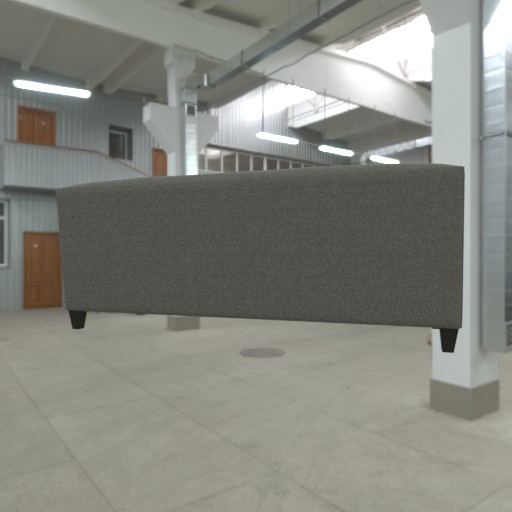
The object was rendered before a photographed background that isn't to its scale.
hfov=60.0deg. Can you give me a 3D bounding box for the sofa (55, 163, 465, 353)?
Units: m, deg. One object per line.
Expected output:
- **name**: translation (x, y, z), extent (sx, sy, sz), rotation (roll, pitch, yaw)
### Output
- **sofa**: translation (0.000, 0.000, 2.725), extent (2.235, 0.901, 0.914), rotation (0, 0, 18)
